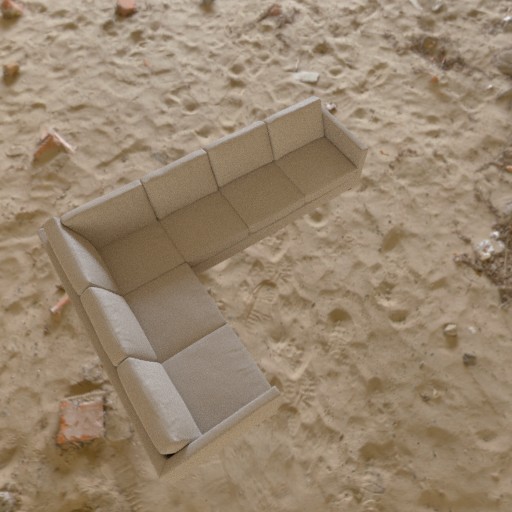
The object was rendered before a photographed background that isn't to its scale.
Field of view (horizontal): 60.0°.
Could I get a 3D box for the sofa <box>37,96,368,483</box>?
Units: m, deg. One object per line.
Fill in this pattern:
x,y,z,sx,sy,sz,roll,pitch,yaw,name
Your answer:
0.000,0.000,4.140,3.182,0.863,2.432,-30,64,-17,sofa
